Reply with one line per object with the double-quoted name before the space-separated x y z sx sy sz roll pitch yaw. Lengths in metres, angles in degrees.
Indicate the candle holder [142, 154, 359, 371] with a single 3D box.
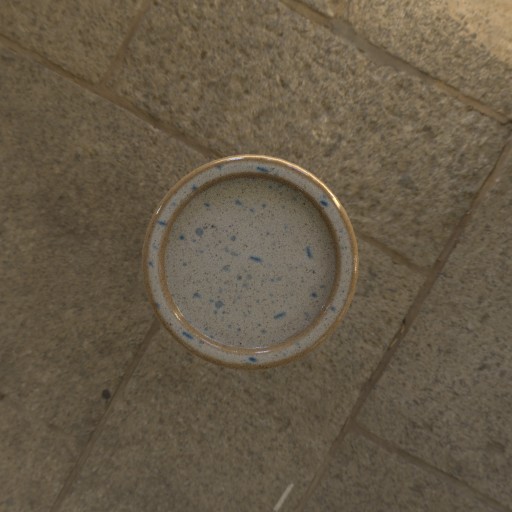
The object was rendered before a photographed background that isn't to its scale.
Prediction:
"candle holder" 0.000 0.000 0.252 0.088 0.203 0.088 0 91 1
